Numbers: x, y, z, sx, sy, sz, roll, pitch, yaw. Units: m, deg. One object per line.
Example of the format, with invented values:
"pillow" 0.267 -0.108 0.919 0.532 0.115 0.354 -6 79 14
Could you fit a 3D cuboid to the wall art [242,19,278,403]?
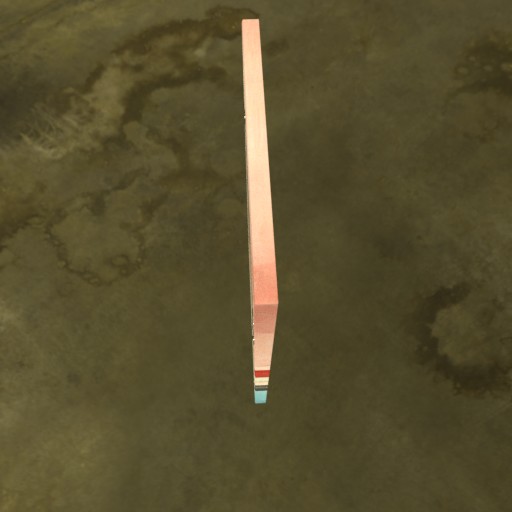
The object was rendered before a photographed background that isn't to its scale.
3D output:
"wall art" 0.000 0.000 1.166 0.038 0.914 0.610 -2 63 -1
